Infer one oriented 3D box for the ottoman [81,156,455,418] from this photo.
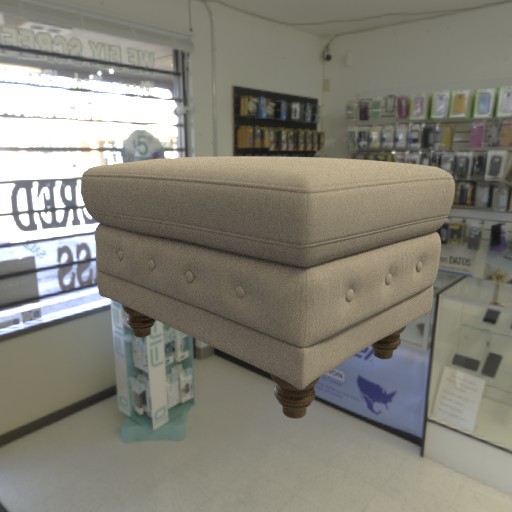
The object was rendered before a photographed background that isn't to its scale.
[{"bbox_3d":[0.000,0.000,1.143,0.771,0.500,0.569,13,18,43],"label":"ottoman"}]
